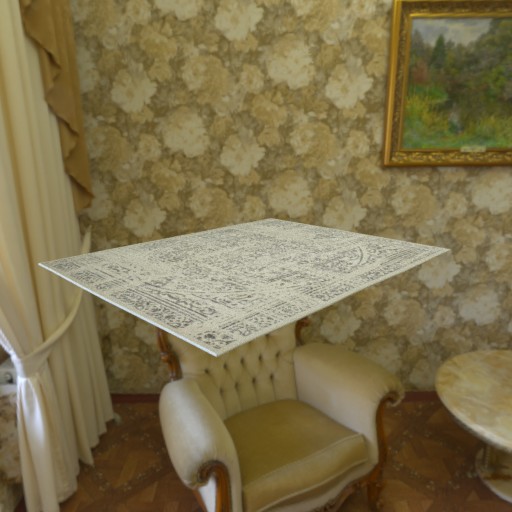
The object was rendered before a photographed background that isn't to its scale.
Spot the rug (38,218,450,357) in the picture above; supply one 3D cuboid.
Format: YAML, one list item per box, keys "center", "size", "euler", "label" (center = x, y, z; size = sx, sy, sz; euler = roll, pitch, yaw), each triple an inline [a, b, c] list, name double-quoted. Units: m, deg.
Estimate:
- center: [0.000, 0.000, 3.957]
  size: [2.311, 0.032, 2.921]
  euler: [15, 21, 42]
  label: "rug"
